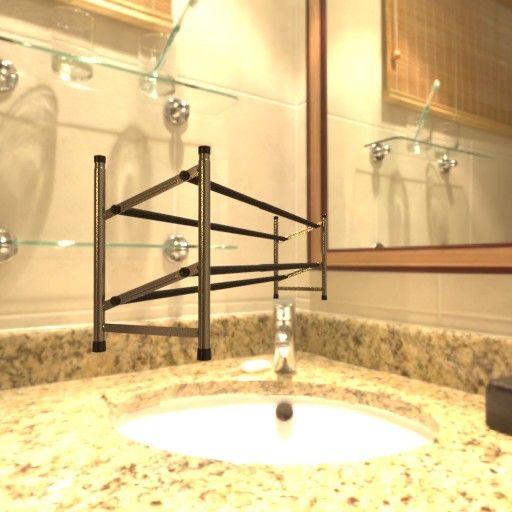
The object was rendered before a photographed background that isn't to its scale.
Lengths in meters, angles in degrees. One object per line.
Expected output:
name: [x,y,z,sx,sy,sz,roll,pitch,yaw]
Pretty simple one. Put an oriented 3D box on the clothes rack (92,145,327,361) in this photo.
clothes rack: [0.000,0.000,1.299,0.229,0.349,1.168,0,-1,18]
